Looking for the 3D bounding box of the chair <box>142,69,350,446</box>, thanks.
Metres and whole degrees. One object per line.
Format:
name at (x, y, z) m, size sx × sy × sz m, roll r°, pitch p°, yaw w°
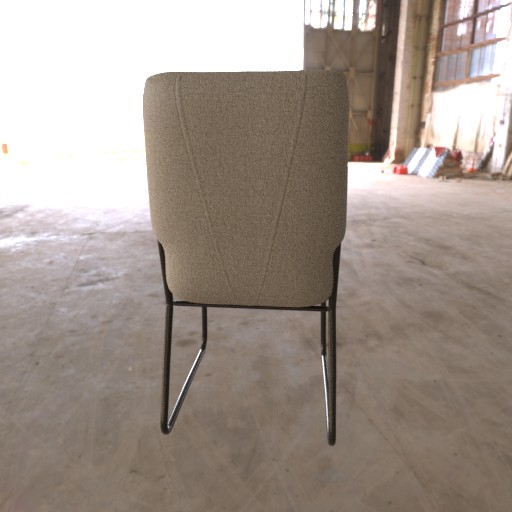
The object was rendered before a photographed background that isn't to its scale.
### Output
chair at (0.000, 0.000, 1.181) m, size 0.448 × 0.864 × 0.560 m, roll 2°, pitch 16°, yaw 6°
